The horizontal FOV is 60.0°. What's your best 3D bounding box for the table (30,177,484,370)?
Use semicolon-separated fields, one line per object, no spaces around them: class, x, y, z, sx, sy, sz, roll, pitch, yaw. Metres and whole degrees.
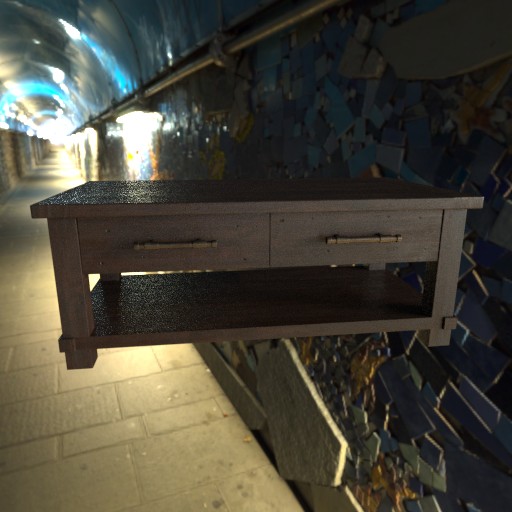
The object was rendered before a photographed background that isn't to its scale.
table;0.000;0.000;1.608;1.270;0.494;0.700;-2;15;-7
